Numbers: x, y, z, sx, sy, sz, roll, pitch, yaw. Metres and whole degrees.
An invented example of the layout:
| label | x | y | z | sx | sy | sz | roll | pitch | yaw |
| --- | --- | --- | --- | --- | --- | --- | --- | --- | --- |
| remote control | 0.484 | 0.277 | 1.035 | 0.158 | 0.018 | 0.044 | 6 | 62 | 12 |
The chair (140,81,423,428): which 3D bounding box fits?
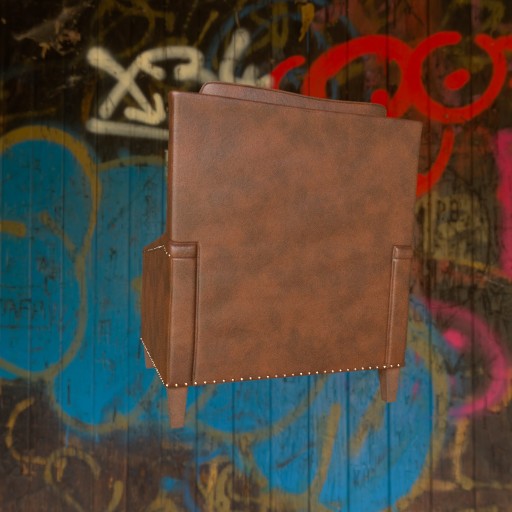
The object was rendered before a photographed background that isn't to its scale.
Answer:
| label | x | y | z | sx | sy | sz | roll | pitch | yaw |
| --- | --- | --- | --- | --- | --- | --- | --- | --- | --- |
| chair | 0.000 | 0.000 | 1.830 | 0.854 | 1.054 | 1.035 | 0 | -1 | -19 |
